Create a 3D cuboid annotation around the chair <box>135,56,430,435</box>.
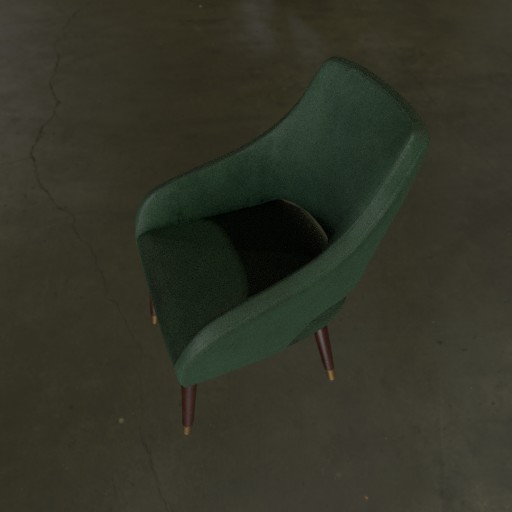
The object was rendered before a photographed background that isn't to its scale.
[{"bbox_3d":[0.000,0.000,1.506,0.794,1.081,0.683,-16,50,-14],"label":"chair"}]
